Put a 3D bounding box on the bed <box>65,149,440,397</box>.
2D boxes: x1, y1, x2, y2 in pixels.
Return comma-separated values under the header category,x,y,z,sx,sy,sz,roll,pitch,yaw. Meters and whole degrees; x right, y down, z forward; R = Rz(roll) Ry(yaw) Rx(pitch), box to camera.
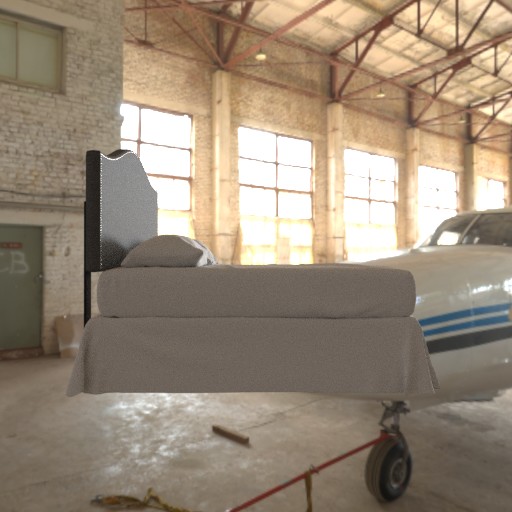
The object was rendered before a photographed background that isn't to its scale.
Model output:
category,x,y,z,sx,sy,sz,roll,pitch,yaw
bed,0.000,0.000,3.482,2.221,1.645,1.876,0,0,0
